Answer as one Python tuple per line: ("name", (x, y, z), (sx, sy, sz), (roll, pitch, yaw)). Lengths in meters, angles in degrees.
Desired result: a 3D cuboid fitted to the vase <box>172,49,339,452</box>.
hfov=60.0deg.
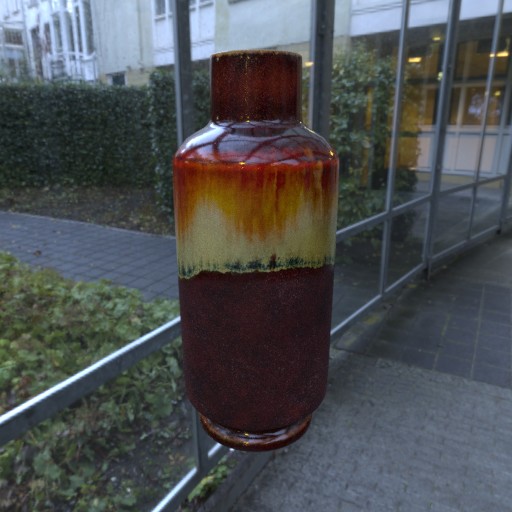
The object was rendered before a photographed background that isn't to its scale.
("vase", (0.000, 0.000, 0.315), (0.111, 0.261, 0.111), (0, 17, 0))
